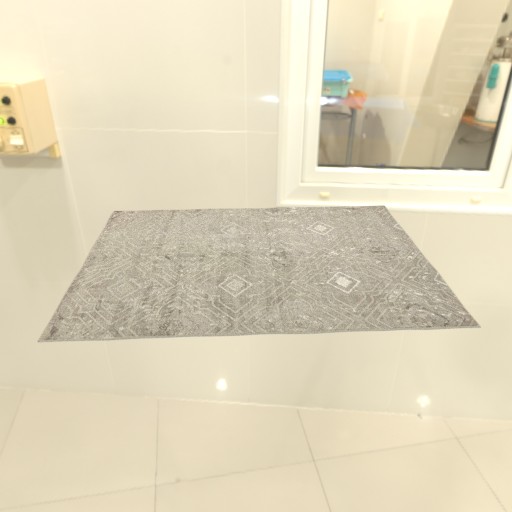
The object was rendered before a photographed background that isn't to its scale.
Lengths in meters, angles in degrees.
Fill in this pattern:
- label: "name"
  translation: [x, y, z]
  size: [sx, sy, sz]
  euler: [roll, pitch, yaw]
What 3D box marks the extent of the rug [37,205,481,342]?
- label: "rug"
  translation: [0.000, 0.000, 4.402]
  size: [3.359, 0.020, 2.448]
  euler: [-1, 29, -3]
